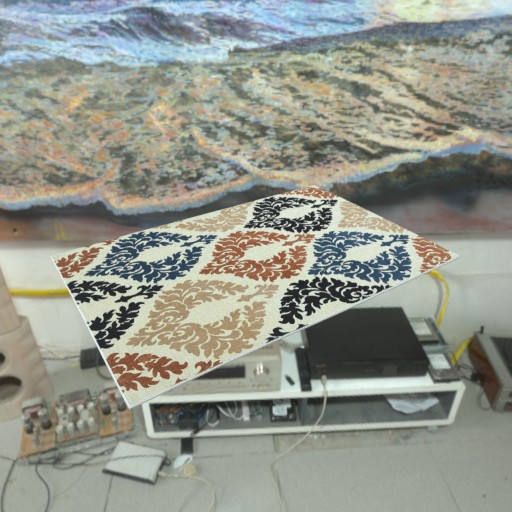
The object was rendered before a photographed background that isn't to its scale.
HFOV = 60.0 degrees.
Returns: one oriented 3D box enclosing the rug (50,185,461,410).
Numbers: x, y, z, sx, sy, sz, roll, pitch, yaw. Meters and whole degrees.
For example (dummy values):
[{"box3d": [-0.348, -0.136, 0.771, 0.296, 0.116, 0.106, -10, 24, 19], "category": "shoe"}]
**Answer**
[{"box3d": [0.000, 0.000, 2.939, 2.275, 0.014, 1.514, -19, 36, -28], "category": "rug"}]
